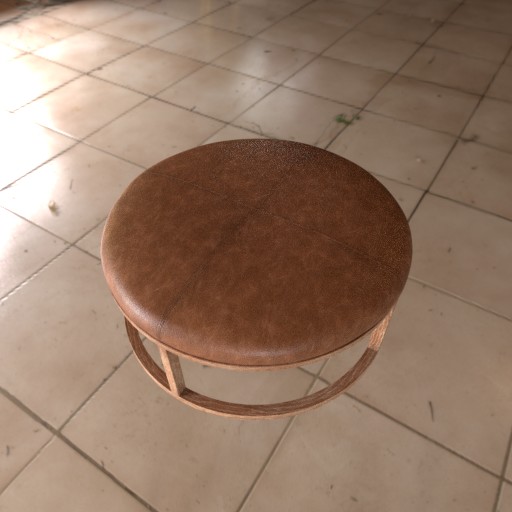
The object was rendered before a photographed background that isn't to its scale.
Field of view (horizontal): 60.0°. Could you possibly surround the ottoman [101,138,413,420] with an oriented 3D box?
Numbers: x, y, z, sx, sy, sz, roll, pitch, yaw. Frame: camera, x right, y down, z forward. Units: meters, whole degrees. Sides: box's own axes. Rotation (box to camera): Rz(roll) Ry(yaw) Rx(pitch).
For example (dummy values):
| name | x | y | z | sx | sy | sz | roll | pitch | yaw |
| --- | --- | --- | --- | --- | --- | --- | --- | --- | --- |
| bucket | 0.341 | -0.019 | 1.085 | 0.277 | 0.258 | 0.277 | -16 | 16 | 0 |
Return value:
| name | x | y | z | sx | sy | sz | roll | pitch | yaw |
| --- | --- | --- | --- | --- | --- | --- | --- | --- | --- |
| ottoman | 0.000 | 0.000 | 1.568 | 1.006 | 0.445 | 1.006 | 0 | 46 | 0 |
